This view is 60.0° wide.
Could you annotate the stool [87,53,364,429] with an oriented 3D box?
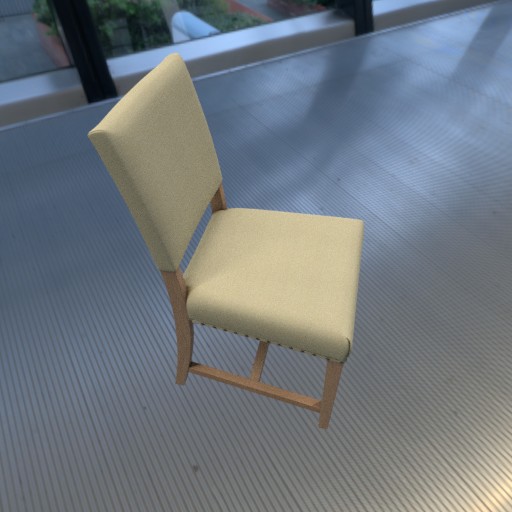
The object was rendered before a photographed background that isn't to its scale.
[{"bbox_3d":[0.000,0.000,1.332,0.623,0.986,0.508,10,45,10],"label":"stool"}]
